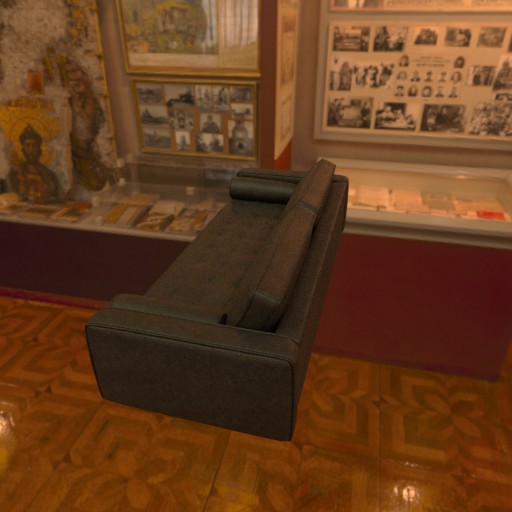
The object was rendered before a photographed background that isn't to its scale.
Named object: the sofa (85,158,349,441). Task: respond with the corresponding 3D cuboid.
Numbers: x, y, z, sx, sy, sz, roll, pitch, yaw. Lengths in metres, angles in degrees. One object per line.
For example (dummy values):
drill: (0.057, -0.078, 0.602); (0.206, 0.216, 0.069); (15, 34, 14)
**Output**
sofa: (0.000, 0.000, 2.710); (0.914, 0.762, 2.210); (8, 30, 14)
